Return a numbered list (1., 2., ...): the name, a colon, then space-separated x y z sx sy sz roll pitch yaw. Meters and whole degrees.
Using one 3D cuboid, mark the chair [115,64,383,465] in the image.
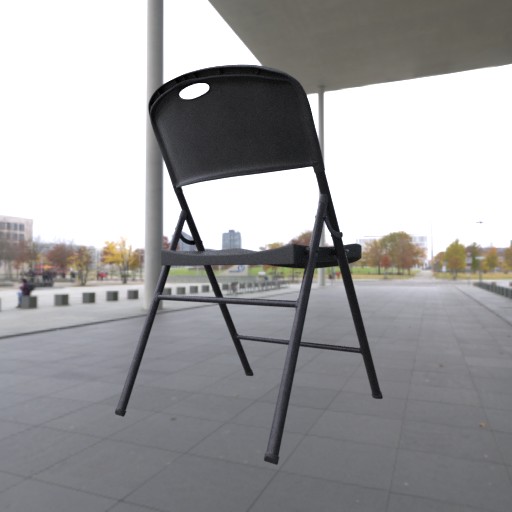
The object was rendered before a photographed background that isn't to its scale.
1. chair: 0.000 0.000 1.202 0.494 0.810 0.567 -1 -2 37
